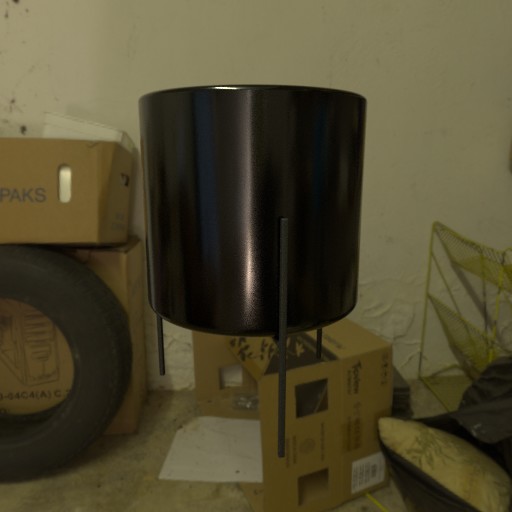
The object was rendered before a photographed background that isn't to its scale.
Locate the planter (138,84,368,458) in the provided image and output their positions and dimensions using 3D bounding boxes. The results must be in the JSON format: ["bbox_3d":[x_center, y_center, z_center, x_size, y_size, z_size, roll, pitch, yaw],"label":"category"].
[{"bbox_3d":[0.000,0.000,0.645,0.310,0.432,0.310,-7,15,-27],"label":"planter"}]
